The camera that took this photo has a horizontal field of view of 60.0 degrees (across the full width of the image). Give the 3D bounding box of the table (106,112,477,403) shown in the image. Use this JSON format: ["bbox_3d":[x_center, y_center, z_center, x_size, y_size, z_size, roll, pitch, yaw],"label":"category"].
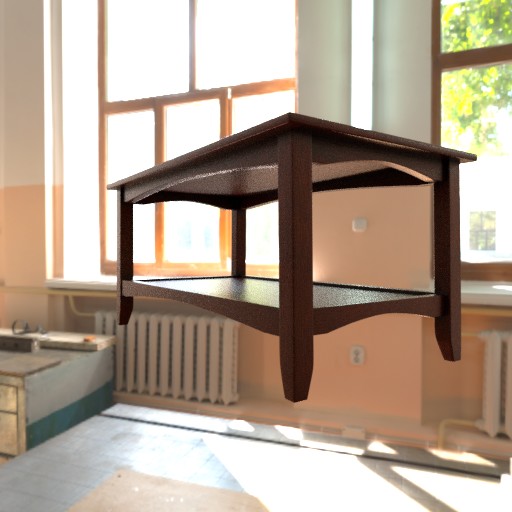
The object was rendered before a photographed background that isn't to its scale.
[{"bbox_3d":[0.000,0.000,1.212,0.533,0.456,0.943,-1,1,-35],"label":"table"}]
